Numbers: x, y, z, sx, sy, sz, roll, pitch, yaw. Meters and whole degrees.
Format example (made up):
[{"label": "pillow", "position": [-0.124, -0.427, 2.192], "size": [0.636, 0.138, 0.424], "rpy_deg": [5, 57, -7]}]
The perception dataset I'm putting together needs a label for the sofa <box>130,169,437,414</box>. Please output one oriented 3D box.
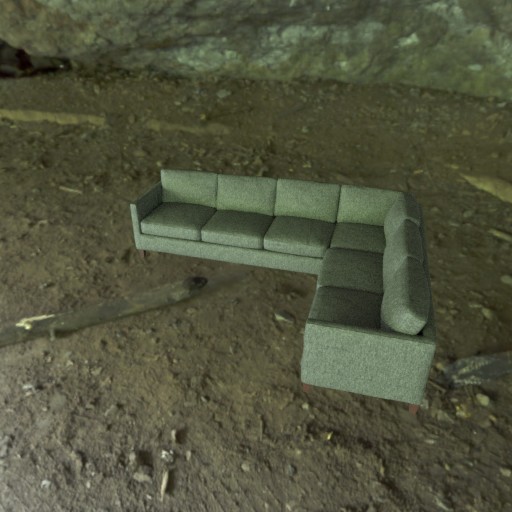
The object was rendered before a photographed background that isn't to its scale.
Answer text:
[{"label": "sofa", "position": [0.000, 0.000, 4.577], "size": [3.302, 0.947, 2.593], "rpy_deg": [8, 31, 13]}]
